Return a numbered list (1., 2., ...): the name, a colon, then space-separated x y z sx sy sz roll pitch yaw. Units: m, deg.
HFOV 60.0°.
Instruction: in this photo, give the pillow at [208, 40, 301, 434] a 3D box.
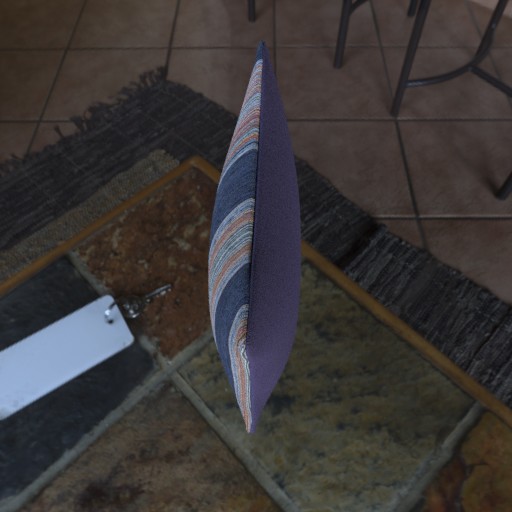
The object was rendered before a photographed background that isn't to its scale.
1. pillow: 0.000 0.000 0.660 0.136 0.419 0.437 2 59 1
